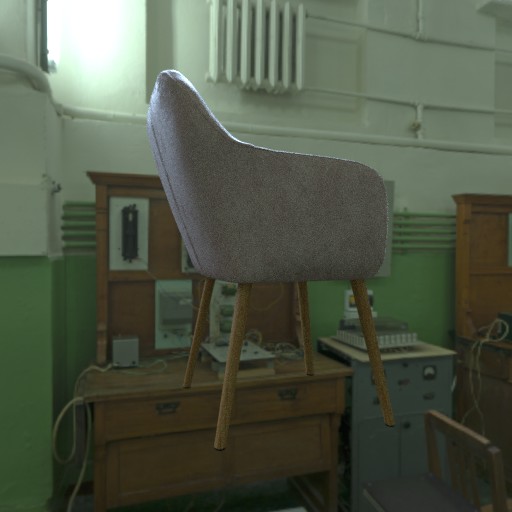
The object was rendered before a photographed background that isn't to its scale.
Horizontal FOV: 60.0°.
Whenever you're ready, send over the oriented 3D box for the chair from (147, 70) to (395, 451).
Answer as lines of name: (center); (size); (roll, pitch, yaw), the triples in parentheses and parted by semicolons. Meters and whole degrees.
chair: (0.000, 0.000, 1.224); (0.570, 0.832, 0.610); (0, 1, -18)
